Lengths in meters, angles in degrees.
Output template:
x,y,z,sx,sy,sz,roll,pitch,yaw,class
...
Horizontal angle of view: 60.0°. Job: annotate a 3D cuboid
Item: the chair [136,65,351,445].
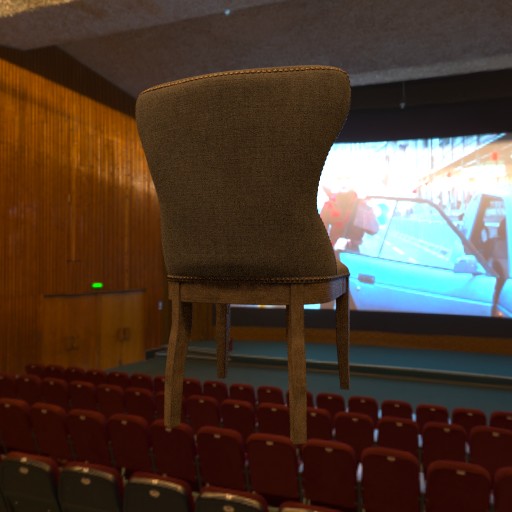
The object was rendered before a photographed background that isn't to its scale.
x,y,z,sx,sy,sz,roll,pitch,yaw,class
0.000,0.000,1.457,0.654,1.002,0.681,0,0,18,chair
